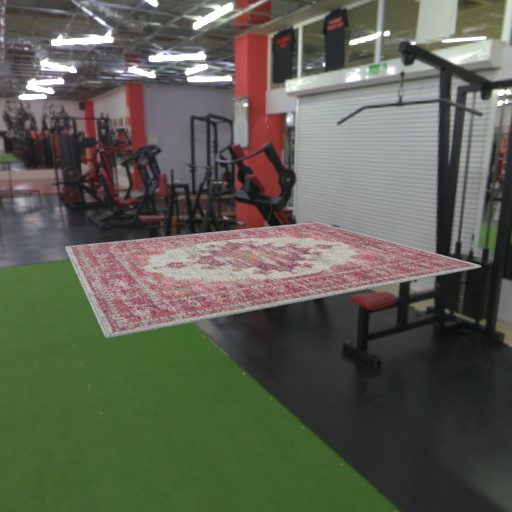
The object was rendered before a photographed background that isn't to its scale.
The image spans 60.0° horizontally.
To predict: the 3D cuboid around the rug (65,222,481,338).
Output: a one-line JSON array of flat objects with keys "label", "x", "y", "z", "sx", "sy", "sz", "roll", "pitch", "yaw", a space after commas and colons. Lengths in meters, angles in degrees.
[{"label": "rug", "x": 0.000, "y": 0.000, "z": 4.167, "sx": 3.123, "sy": 0.017, "sz": 2.447, "roll": -7, "pitch": 16, "yaw": -27}]
